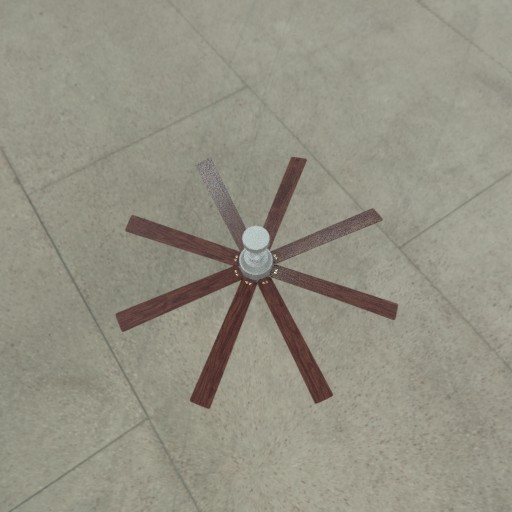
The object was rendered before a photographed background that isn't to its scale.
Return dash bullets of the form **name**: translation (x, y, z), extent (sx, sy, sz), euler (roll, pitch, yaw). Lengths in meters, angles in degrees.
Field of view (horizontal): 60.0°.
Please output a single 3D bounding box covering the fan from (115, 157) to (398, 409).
- **fan**: translation (0.000, 0.000, 2.721), extent (1.830, 0.472, 1.830), euler (18, 65, 9)
